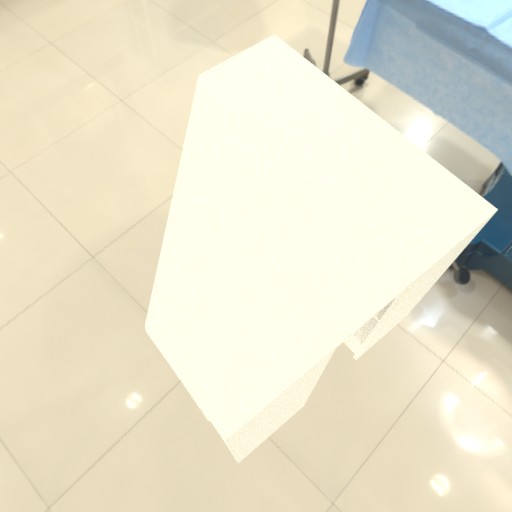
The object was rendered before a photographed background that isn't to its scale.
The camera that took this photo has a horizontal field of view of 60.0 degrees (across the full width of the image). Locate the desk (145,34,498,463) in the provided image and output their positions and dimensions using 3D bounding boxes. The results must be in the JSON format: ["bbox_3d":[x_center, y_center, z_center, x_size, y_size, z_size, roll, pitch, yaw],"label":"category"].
[{"bbox_3d":[0.000,0.000,1.596,0.926,0.818,0.940,-35,68,-17],"label":"desk"}]
